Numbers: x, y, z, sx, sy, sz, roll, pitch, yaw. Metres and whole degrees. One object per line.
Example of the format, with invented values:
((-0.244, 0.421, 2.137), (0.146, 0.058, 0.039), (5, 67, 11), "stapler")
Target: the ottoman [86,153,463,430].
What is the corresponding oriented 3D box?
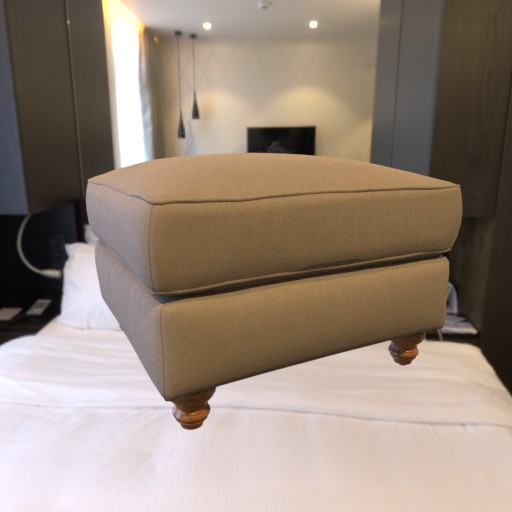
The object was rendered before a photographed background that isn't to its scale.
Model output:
((0.000, 0.000, 1.115), (0.721, 0.505, 0.662), (-7, 15, -27), "ottoman")
